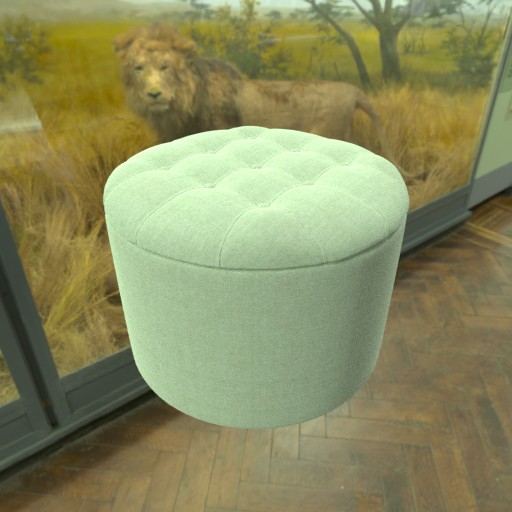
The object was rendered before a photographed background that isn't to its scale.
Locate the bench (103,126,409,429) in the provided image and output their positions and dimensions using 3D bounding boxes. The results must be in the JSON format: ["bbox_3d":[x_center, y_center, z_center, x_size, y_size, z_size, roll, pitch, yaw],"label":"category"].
[{"bbox_3d":[0.000,0.000,0.992,0.600,0.453,0.600,0,32,0],"label":"bench"}]
